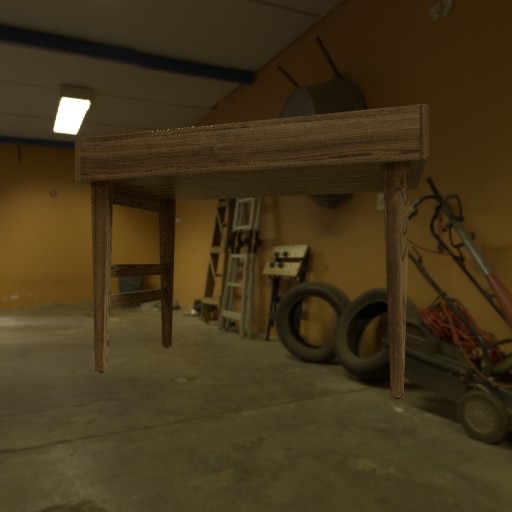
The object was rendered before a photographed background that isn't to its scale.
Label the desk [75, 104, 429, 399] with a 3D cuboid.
[{"bbox_3d":[0.000,0.000,1.510,1.067,0.755,0.508,0,-1,17],"label":"desk"}]
